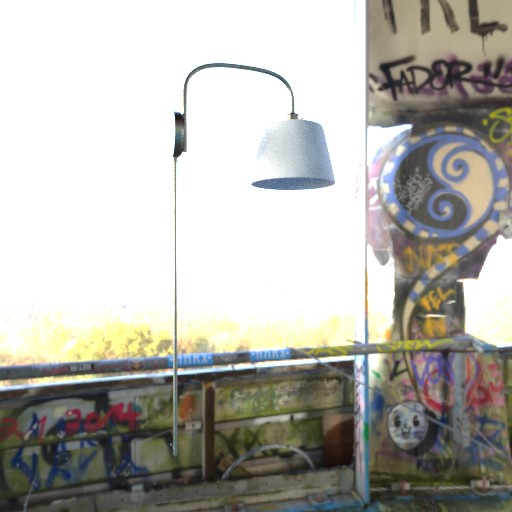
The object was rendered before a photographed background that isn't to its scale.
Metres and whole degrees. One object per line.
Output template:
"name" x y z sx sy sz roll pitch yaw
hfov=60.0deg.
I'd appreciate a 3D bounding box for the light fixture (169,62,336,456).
"light fixture" 0.000 0.000 0.469 0.176 0.399 0.092 0 0 -18
